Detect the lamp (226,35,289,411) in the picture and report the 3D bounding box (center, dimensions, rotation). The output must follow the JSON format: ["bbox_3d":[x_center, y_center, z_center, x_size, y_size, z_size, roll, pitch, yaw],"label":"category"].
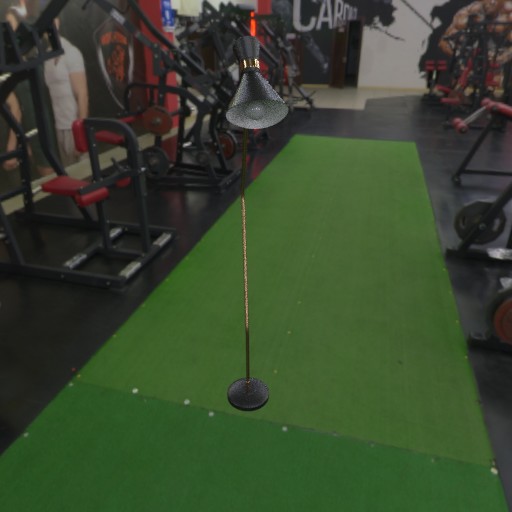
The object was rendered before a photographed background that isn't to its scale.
[{"bbox_3d":[0.000,0.000,1.615,0.277,1.438,0.467,8,28,15],"label":"lamp"}]
